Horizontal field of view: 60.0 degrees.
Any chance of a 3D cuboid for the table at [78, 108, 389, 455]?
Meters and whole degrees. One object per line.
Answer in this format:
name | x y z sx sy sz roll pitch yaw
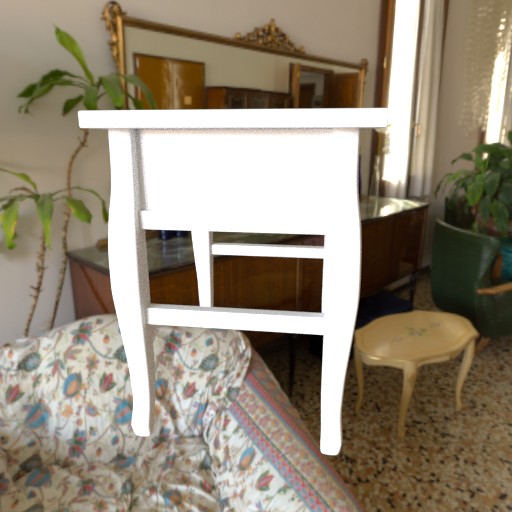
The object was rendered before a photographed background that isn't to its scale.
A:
table | 0.000 0.000 1.008 0.463 0.605 0.599 2 15 8
